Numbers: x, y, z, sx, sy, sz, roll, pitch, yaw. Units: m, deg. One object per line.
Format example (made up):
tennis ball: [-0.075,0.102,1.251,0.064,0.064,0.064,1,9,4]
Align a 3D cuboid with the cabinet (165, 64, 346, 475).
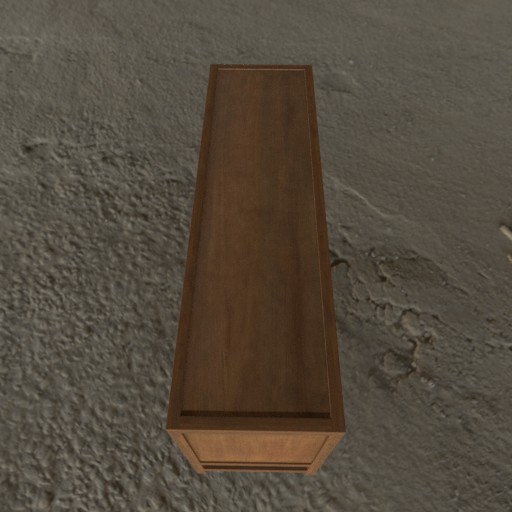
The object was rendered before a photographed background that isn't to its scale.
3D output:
cabinet: [0.000,0.000,2.037,0.522,0.820,1.708,1,56,0]
